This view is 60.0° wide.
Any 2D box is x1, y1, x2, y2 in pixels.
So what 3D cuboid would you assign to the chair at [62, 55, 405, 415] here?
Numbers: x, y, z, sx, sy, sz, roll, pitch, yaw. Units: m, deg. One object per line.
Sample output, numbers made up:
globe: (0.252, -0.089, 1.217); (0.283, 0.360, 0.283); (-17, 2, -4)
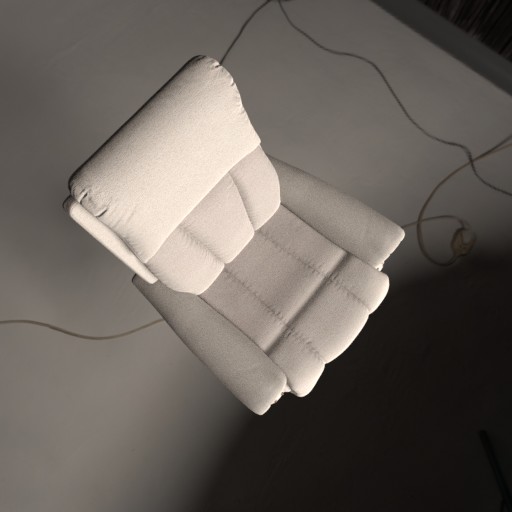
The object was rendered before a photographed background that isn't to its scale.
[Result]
chair: (0.000, 0.000, 1.682); (0.979, 1.031, 0.871); (39, 79, 9)
